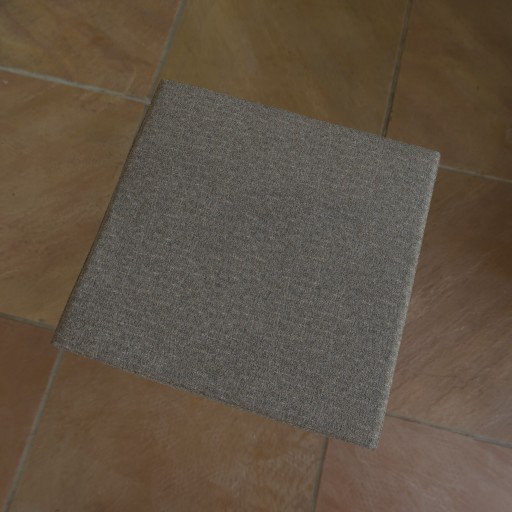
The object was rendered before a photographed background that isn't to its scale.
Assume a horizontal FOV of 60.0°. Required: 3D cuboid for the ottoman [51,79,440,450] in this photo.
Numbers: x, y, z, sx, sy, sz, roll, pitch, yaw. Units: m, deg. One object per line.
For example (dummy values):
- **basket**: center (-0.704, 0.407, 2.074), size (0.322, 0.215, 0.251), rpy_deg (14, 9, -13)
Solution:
- **ottoman**: center (0.000, 0.000, 1.538), size (1.016, 0.379, 0.981), rpy_deg (16, 76, 4)
